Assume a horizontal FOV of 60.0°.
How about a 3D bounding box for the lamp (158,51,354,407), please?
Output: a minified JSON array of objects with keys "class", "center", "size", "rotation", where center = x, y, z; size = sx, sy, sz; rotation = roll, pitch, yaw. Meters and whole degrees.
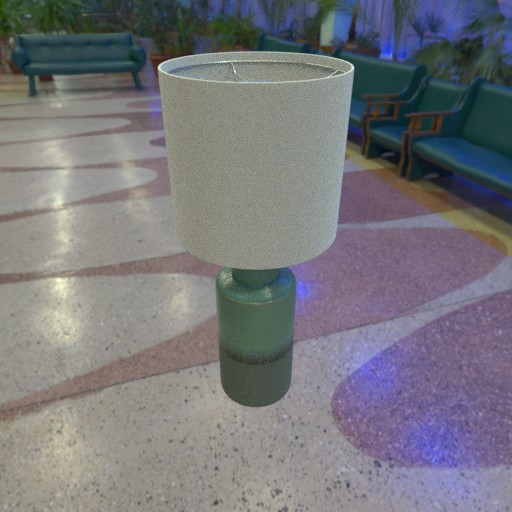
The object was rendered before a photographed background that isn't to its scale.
[{"class":"lamp","center":[0.000,0.000,0.614],"size":[0.212,0.493,0.212],"rotation":[-10,33,-16]}]
